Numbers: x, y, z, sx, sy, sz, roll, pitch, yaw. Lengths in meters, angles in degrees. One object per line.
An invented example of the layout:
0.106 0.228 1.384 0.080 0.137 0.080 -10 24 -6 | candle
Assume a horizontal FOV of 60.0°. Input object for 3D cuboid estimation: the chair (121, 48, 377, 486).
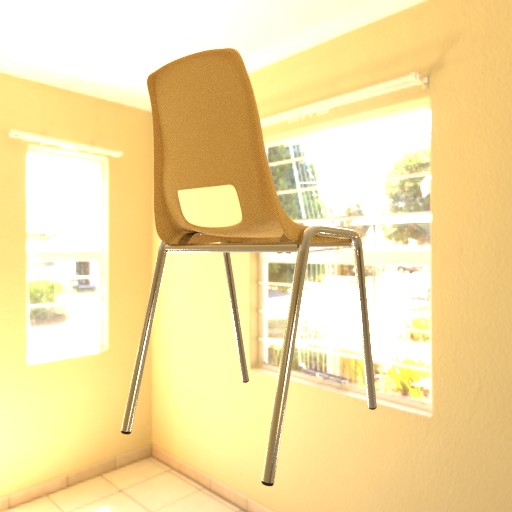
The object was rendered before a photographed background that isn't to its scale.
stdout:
0.000 0.000 0.947 0.381 0.704 0.436 0 1 35 | chair
